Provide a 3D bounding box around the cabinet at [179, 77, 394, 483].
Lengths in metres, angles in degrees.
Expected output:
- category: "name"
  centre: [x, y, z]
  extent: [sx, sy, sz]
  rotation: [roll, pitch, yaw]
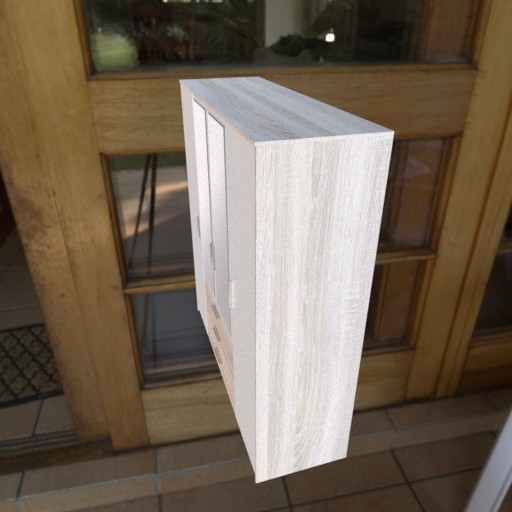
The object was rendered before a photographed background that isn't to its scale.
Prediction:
- category: "cabinet"
  centre: [0.000, 0.000, 3.036]
  extent: [0.620, 2.060, 1.870]
  rotation: [-9, 30, -15]
